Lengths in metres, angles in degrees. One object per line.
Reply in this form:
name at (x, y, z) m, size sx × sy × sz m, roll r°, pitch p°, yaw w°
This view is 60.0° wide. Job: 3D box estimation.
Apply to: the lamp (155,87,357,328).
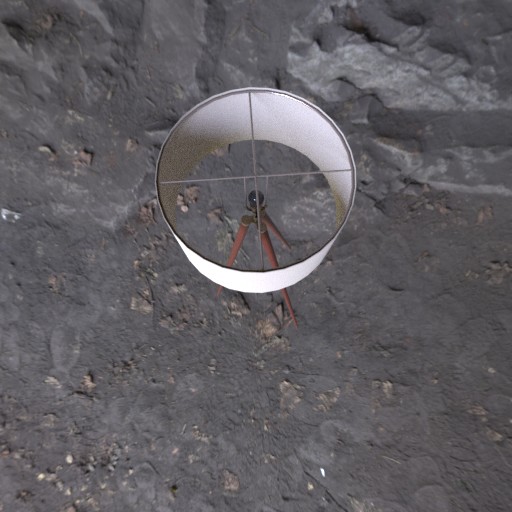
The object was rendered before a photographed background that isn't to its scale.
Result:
lamp at (0.000, 0.000, 1.813) m, size 0.483 × 1.553 × 0.483 m, roll -4°, pitch 76°, yaw -1°
